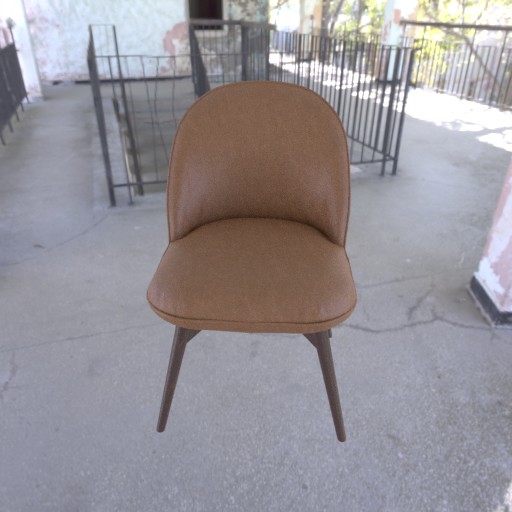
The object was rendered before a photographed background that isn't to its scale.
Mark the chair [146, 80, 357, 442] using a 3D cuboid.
[{"bbox_3d":[0.000,0.000,1.229,0.521,0.831,0.631,2,29,3],"label":"chair"}]
